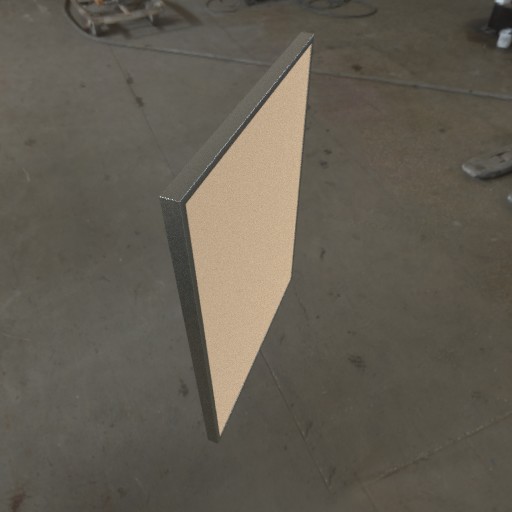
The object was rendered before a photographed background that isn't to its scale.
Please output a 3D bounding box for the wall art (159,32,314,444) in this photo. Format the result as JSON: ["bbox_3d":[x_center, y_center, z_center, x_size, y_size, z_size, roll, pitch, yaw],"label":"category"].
[{"bbox_3d":[0.000,0.000,1.392,0.041,1.062,0.803,16,48,15],"label":"wall art"}]
